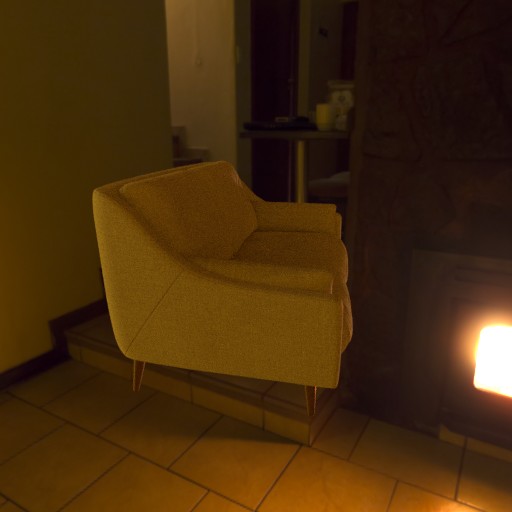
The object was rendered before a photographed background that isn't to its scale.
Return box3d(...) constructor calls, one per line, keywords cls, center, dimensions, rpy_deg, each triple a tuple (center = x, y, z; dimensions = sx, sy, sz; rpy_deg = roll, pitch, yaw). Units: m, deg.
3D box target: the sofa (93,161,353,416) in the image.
box3d(cls="sofa", center=(0.000, 0.000, 2.299), dimensions=(0.965, 0.888, 1.652), rpy_deg=(3, 16, 10))
